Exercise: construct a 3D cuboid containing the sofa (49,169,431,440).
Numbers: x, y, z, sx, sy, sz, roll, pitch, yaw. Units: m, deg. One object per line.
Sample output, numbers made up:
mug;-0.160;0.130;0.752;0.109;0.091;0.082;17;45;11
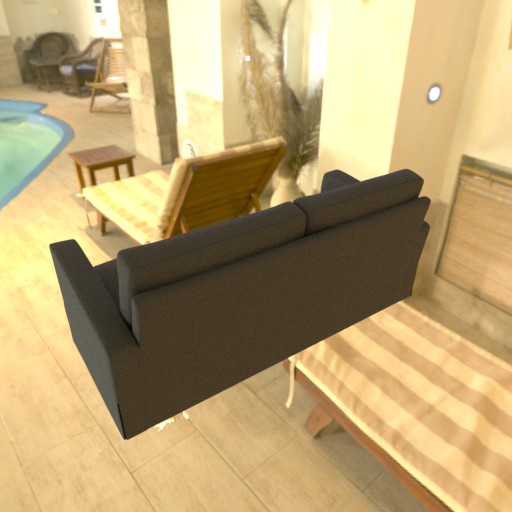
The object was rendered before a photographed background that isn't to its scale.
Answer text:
sofa;0.000;0.000;2.359;1.852;0.839;0.898;-19;35;-29
